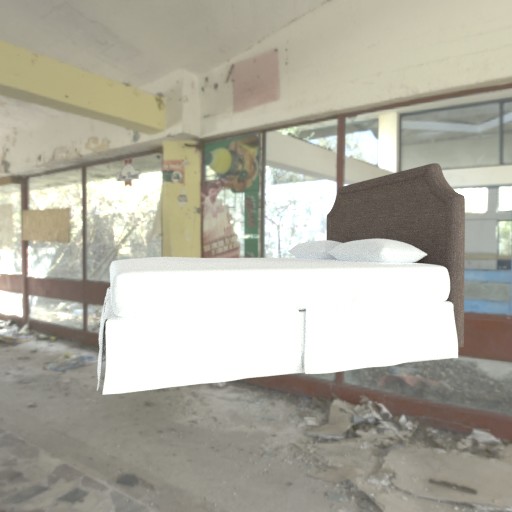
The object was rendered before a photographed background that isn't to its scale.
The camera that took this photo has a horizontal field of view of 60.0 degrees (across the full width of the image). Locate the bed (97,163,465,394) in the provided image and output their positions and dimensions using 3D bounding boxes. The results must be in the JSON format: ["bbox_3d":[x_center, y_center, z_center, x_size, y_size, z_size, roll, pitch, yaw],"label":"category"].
[{"bbox_3d":[0.000,0.000,4.109,2.773,1.590,2.350,0,1,-18],"label":"bed"}]
